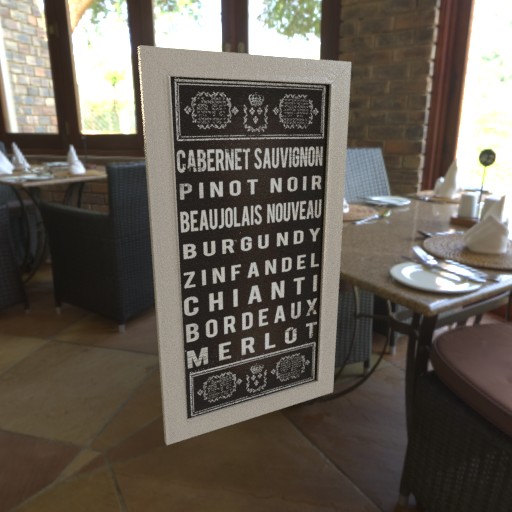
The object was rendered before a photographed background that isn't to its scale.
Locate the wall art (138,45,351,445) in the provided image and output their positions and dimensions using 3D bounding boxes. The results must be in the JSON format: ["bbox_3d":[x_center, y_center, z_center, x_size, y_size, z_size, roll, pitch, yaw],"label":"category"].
[{"bbox_3d":[0.000,0.000,0.819,0.380,0.683,0.013,-8,18,-26],"label":"wall art"}]
